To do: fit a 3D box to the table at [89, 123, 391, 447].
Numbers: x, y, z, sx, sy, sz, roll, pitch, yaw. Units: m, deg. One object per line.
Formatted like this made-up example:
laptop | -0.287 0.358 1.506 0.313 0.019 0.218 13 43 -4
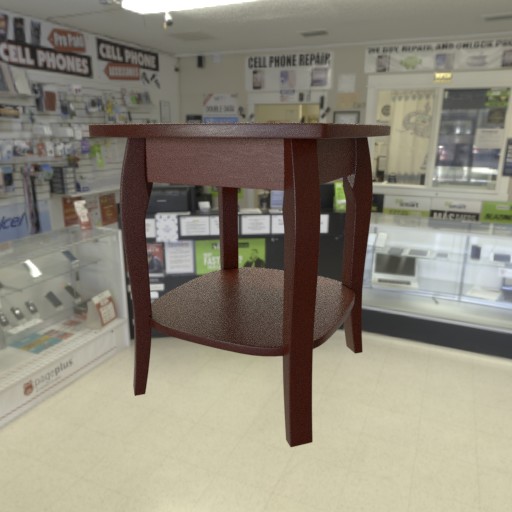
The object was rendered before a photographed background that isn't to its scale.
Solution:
table | 0.000 0.000 0.876 0.433 0.496 0.502 8 18 25
